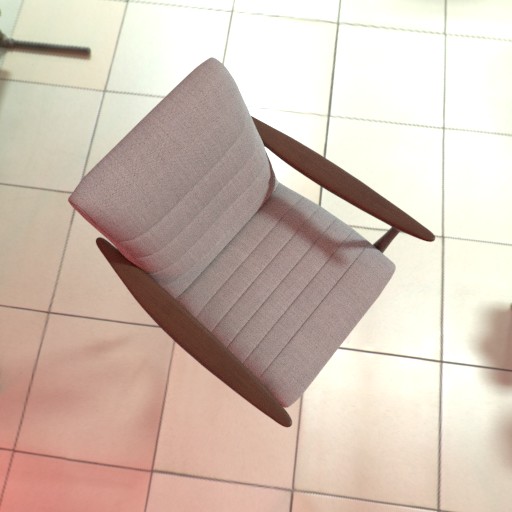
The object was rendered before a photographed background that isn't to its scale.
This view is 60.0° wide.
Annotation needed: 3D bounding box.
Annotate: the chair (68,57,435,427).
[{"bbox_3d":[0.000,0.000,1.464,0.798,0.832,0.741,39,78,10],"label":"chair"}]
